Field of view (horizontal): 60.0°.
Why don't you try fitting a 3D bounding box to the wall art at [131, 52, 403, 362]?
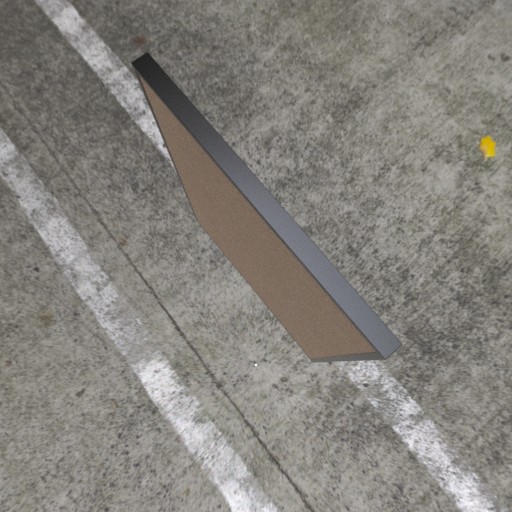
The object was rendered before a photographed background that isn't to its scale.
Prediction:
[{"bbox_3d":[0.000,0.000,1.376,0.043,1.046,0.788,-38,79,-9],"label":"wall art"}]
